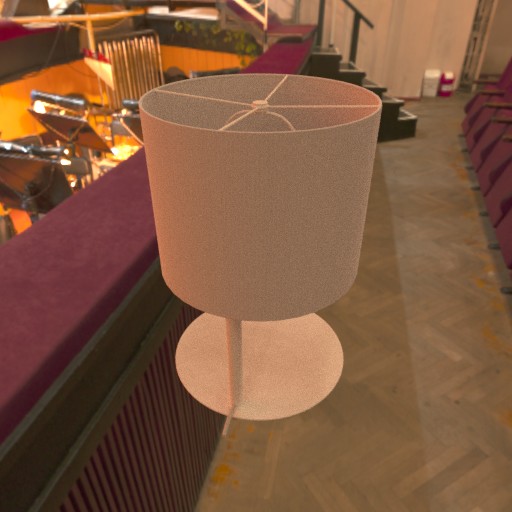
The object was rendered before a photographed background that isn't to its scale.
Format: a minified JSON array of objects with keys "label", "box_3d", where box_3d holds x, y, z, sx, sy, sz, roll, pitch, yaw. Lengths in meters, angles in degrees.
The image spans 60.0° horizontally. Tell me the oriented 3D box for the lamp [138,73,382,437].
[{"label":"lamp","box_3d":[0.000,0.000,0.665,0.299,0.454,0.341,9,34,14]}]
